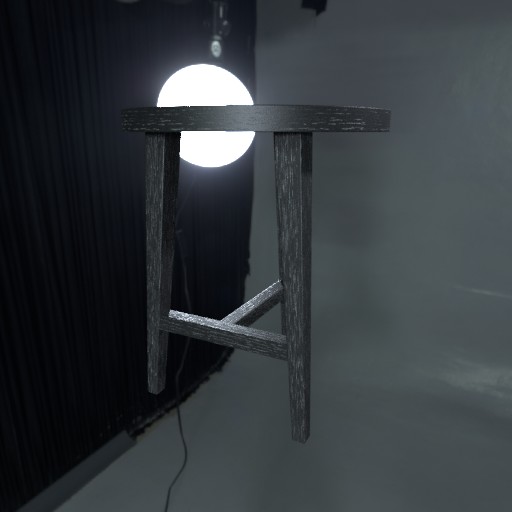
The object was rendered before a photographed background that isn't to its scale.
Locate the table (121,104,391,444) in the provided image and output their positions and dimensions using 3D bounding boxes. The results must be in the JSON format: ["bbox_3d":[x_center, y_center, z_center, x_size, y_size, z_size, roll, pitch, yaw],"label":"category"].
[{"bbox_3d":[0.000,0.000,0.743,0.399,0.460,0.399,0,16,0],"label":"table"}]
